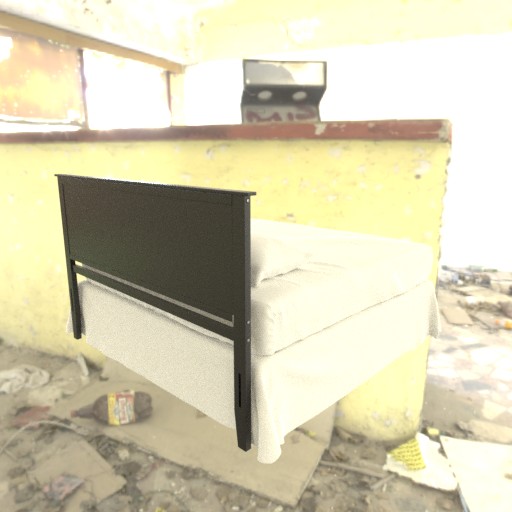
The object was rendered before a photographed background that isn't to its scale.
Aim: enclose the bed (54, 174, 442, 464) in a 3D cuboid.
[{"bbox_3d":[0.000,0.000,3.462,2.315,1.271,2.219,13,19,43],"label":"bed"}]
